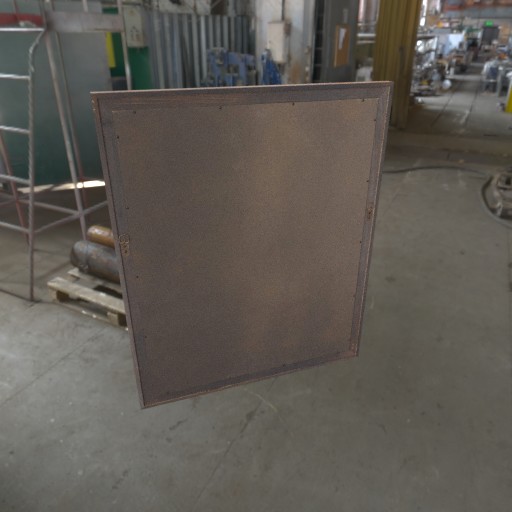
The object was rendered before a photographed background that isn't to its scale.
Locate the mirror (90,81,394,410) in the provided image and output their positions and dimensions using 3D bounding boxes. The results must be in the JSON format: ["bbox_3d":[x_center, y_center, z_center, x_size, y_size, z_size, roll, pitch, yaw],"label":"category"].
[{"bbox_3d":[0.000,0.000,1.228,0.730,0.882,0.032,-9,28,-17],"label":"mirror"}]
